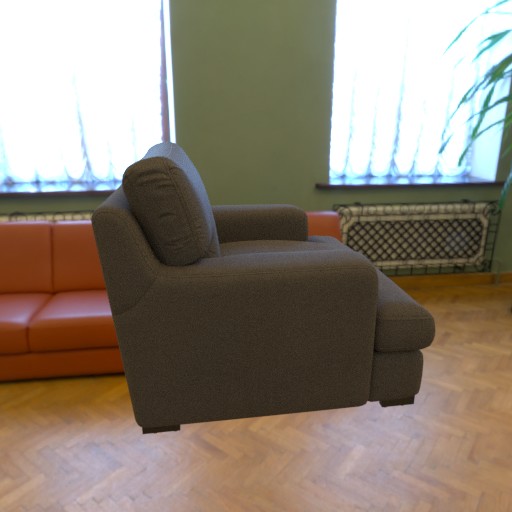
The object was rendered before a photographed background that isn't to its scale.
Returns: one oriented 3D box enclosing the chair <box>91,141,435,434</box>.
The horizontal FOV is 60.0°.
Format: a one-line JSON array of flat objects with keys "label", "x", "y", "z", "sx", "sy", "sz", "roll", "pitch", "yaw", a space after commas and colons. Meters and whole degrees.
[{"label": "chair", "x": 0.000, "y": 0.000, "z": 1.955, "sx": 1.143, "sy": 0.940, "sz": 1.168, "roll": -3, "pitch": 17, "yaw": -9}]
